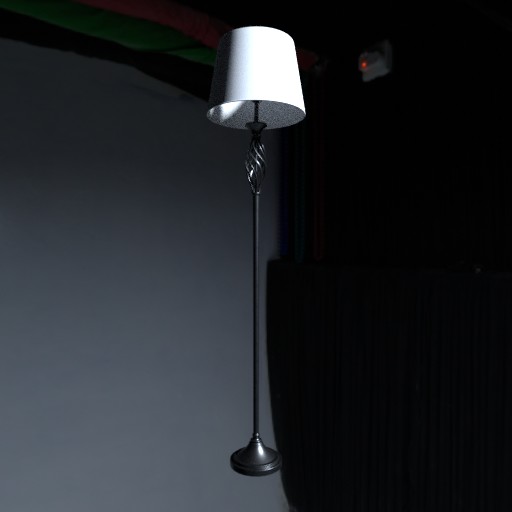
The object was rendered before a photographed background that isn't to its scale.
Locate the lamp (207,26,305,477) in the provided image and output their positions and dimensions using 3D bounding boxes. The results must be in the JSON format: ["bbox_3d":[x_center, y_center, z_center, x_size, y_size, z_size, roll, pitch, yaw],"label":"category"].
[{"bbox_3d":[0.000,0.000,1.721,0.379,1.623,0.379,0,1,0],"label":"lamp"}]
